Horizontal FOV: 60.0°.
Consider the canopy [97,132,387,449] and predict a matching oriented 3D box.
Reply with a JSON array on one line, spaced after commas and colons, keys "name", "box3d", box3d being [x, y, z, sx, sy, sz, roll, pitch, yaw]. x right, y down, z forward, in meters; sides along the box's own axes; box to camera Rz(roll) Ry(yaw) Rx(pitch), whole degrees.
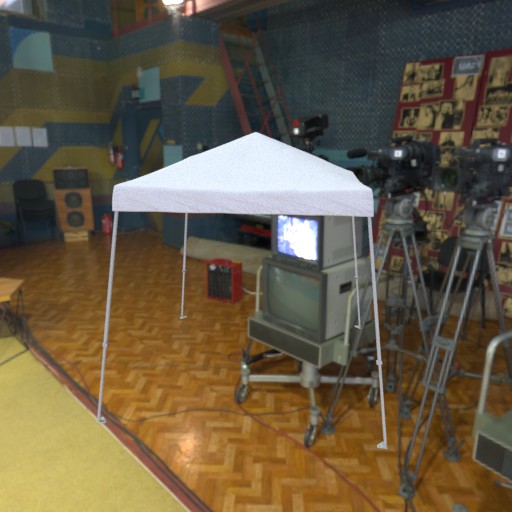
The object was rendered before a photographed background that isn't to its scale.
[{"name": "canopy", "box3d": [0.000, 0.000, 5.296, 2.849, 2.850, 2.850, 2, 14, 8]}]
